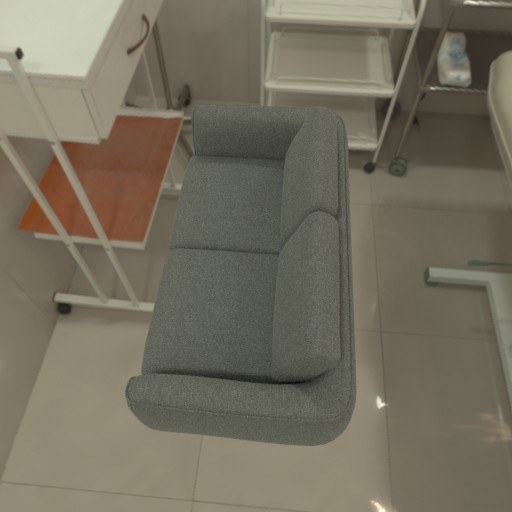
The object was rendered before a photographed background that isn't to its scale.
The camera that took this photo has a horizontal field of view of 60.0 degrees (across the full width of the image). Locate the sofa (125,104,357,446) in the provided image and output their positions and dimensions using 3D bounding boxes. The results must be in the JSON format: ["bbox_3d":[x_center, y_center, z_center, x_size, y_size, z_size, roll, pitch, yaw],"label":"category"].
[{"bbox_3d":[0.000,0.000,2.211,0.920,0.870,1.700,4,58,3],"label":"sofa"}]
